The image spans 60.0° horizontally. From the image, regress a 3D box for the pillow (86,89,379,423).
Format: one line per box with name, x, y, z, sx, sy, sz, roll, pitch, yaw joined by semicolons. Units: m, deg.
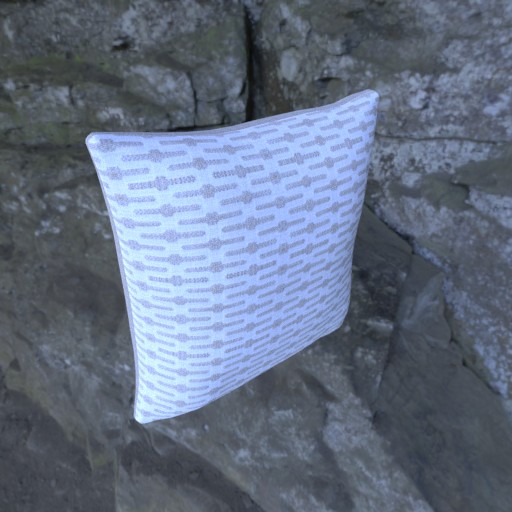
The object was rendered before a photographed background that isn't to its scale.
pillow;0.000;0.000;0.753;0.496;0.491;0.219;-21;36;-32
